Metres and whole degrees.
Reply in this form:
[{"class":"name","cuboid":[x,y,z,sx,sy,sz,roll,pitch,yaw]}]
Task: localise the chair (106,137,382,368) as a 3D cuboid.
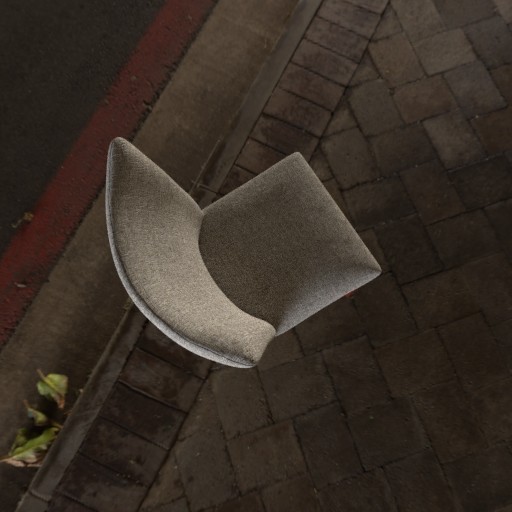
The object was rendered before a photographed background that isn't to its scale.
[{"class":"chair","cuboid":[0.000,0.000,1.311,0.623,0.924,0.535,-31,78,-7]}]
